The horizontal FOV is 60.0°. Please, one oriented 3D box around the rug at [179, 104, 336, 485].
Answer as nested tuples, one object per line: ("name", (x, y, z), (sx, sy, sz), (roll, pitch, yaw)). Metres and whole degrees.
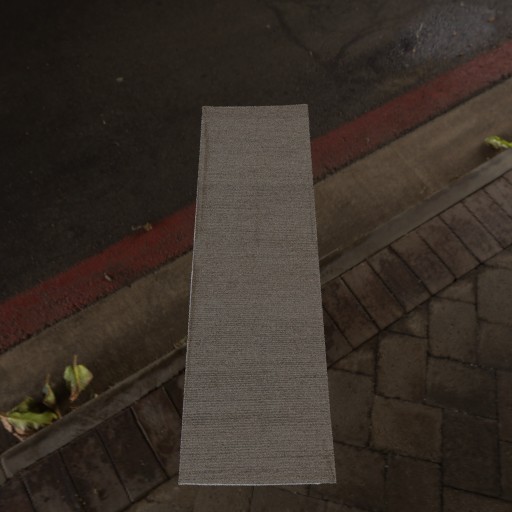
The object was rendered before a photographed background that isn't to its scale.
("rug", (0.000, 0.000, 2.602), (0.741, 0.014, 2.390), (0, 64, 0))
